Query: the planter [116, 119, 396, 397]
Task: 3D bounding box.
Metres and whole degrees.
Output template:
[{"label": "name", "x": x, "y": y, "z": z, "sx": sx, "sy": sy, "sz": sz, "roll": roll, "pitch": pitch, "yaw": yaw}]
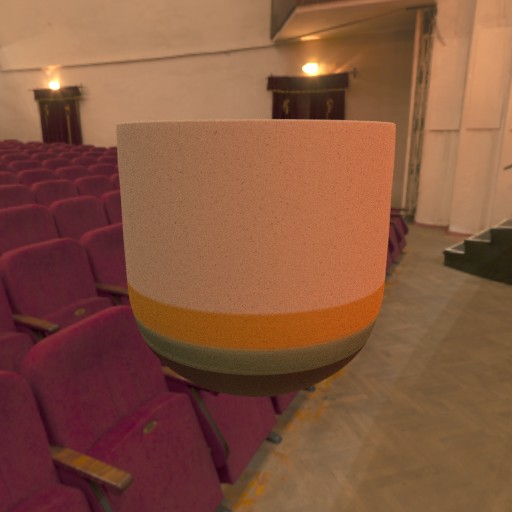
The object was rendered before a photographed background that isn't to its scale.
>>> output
[{"label": "planter", "x": 0.000, "y": 0.000, "z": 0.475, "sx": 0.268, "sy": 0.270, "sz": 0.268, "roll": 0, "pitch": 15, "yaw": 0}]
